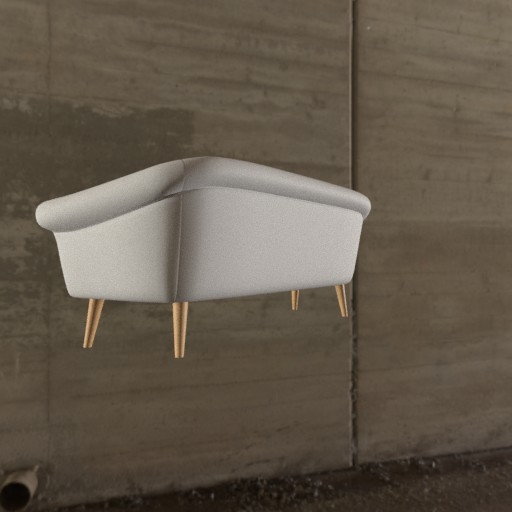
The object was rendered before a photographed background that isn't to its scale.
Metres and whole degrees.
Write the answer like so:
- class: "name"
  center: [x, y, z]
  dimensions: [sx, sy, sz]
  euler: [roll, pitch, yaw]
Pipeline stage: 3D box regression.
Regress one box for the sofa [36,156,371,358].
- class: "sofa"
  center: [0.000, 0.000, 2.546]
  dimensions: [0.827, 0.795, 2.160]
  euler: [0, 0, 37]
